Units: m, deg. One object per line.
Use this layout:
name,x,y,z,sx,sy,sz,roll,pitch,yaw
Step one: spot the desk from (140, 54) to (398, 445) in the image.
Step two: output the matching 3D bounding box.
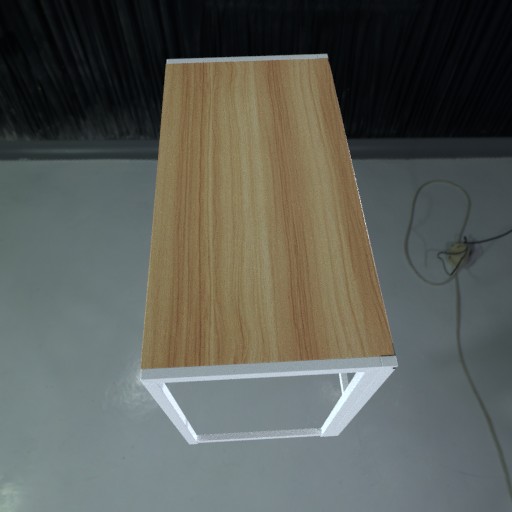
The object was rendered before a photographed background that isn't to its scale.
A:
desk,0.000,0.000,1.457,0.508,0.762,1.016,-3,58,-2
